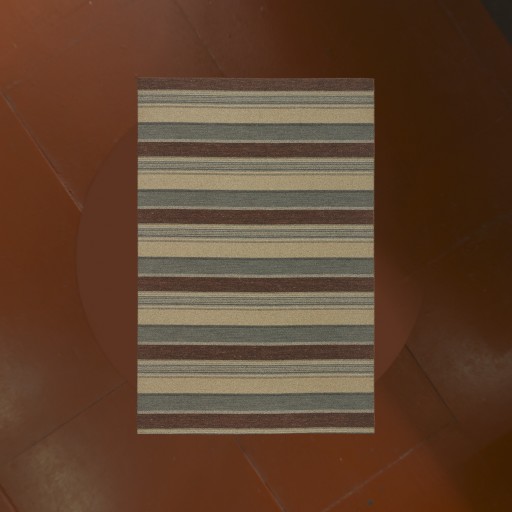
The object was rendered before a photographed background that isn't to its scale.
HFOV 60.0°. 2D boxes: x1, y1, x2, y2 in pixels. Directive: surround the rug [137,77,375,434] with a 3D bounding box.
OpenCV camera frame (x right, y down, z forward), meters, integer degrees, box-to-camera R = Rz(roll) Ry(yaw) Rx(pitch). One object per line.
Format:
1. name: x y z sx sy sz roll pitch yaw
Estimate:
1. rug: 0.000 0.000 2.276 1.219 0.008 1.829 0 90 0
